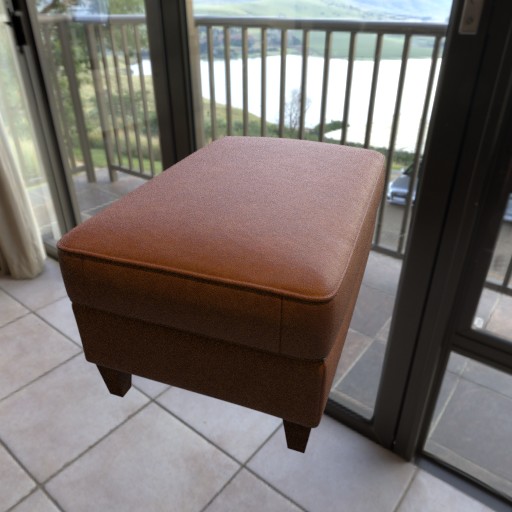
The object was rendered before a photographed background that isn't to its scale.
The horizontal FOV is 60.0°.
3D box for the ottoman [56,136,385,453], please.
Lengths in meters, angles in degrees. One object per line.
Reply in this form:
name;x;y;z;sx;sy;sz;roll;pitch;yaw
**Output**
ottoman;0.000;0.000;1.209;0.584;0.483;0.864;10;32;17
